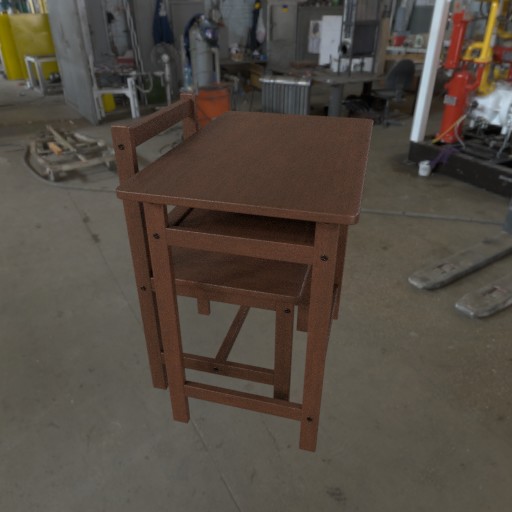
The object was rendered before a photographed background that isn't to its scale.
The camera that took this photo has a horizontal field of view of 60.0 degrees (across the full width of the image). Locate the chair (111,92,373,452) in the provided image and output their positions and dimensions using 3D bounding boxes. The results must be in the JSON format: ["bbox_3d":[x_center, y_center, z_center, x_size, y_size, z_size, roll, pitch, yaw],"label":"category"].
[{"bbox_3d":[0.000,0.000,1.068,0.463,0.673,0.599,8,31,13],"label":"chair"}]
